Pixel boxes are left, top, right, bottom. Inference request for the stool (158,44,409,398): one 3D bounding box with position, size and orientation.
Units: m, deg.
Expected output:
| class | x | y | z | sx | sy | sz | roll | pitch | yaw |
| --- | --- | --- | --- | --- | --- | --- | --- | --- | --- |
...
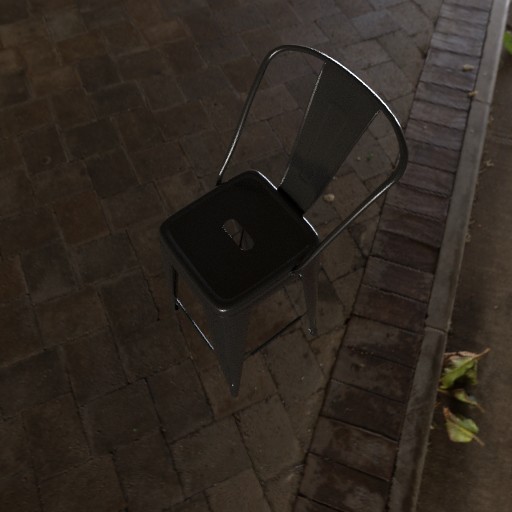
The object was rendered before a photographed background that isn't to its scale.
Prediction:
| class | x | y | z | sx | sy | sz | roll | pitch | yaw |
| --- | --- | --- | --- | --- | --- | --- | --- | --- | --- |
| stool | 0.000 | 0.000 | 1.293 | 0.528 | 1.022 | 0.432 | -34 | 69 | -15 |
